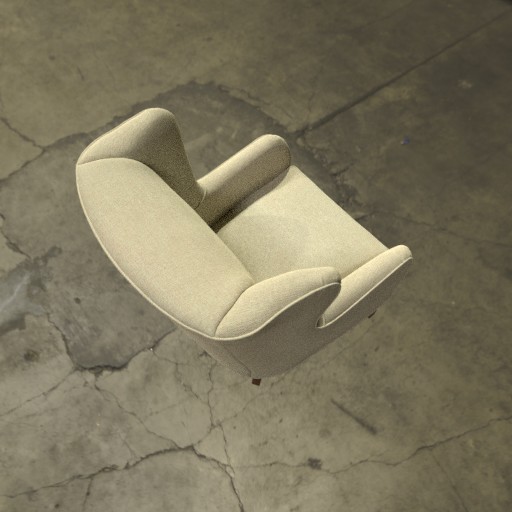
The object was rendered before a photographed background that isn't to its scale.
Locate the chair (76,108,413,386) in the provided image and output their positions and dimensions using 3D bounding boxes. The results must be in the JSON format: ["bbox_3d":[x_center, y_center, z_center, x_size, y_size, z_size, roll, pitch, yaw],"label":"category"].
[{"bbox_3d":[0.000,0.000,1.721,0.966,1.040,0.838,-35,65,-19],"label":"chair"}]
